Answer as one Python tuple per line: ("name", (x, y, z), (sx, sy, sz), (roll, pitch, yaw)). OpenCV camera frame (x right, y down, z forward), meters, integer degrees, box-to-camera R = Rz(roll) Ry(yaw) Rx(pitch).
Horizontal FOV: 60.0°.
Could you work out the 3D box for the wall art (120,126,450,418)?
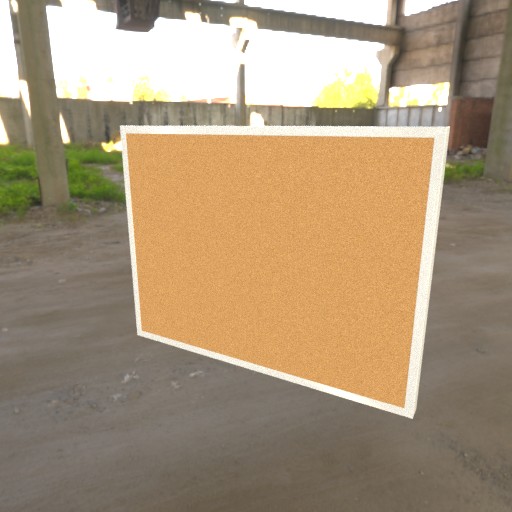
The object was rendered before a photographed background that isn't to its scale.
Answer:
("wall art", (0.000, 0.000, 1.401), (1.041, 0.787, 0.053), (9, 19, 28))
